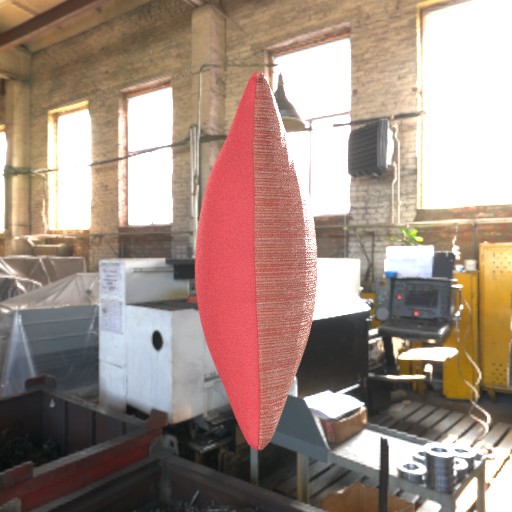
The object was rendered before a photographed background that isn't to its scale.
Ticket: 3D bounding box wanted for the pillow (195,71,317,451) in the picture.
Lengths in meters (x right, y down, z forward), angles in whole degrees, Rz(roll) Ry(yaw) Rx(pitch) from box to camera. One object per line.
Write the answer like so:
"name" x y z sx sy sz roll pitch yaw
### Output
"pillow" 0.000 0.000 0.844 0.229 0.501 0.559 0 0 -1
